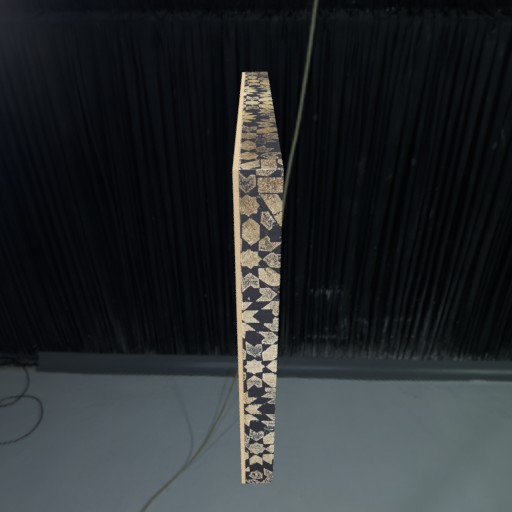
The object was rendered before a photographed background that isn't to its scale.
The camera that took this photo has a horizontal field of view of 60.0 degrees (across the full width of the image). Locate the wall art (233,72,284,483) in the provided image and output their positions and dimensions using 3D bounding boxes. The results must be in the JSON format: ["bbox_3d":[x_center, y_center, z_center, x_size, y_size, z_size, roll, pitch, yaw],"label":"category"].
[{"bbox_3d":[0.000,0.000,0.608,0.038,0.405,0.405,0,32,0],"label":"wall art"}]
